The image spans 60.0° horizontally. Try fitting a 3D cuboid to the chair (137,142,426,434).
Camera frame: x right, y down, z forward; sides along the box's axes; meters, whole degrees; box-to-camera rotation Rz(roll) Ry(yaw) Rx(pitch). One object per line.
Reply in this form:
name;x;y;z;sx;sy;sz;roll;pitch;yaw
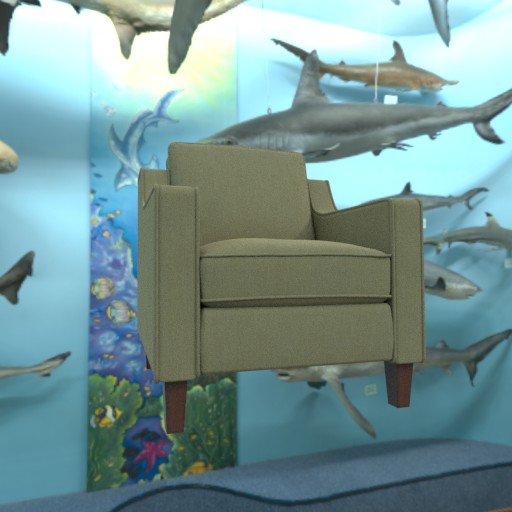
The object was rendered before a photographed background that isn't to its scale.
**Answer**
chair;0.000;0.000;1.675;0.831;0.960;0.909;0;-2;-18
